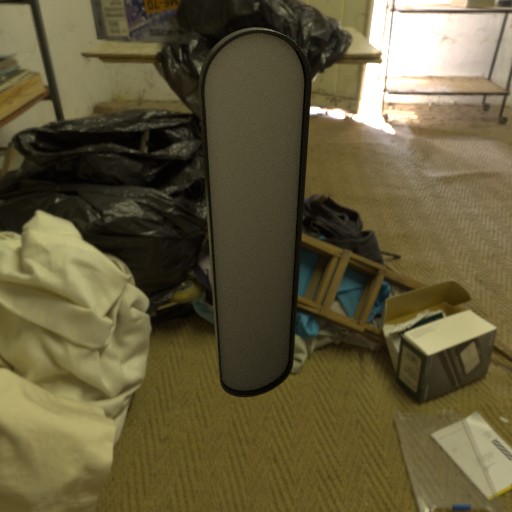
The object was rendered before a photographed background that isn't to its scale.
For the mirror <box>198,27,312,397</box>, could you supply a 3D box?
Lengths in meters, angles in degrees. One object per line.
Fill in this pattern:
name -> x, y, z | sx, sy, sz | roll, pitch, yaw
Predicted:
mirror -> 0.000, 0.000, 1.078 | 0.222, 0.991, 0.032 | -10, 35, -14
